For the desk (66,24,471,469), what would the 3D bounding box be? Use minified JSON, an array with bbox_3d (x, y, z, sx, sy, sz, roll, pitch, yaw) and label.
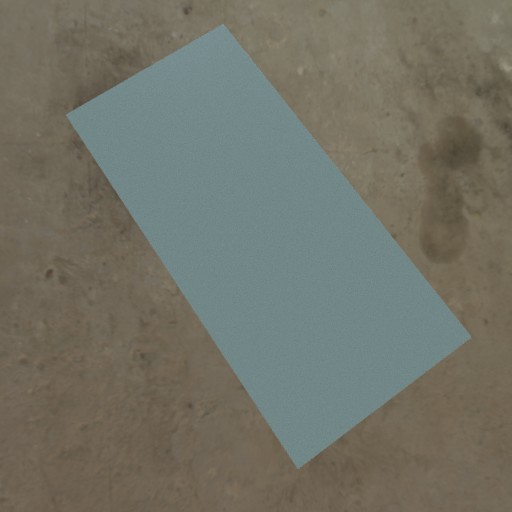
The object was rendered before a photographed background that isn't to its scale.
[{"bbox_3d":[0.000,0.000,1.491,0.509,0.780,1.059,-34,79,-8],"label":"desk"}]
